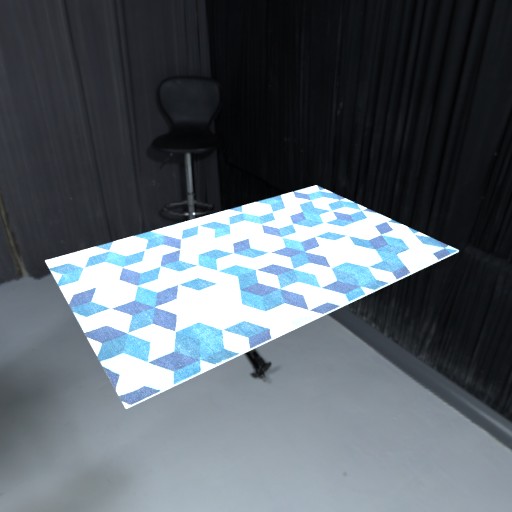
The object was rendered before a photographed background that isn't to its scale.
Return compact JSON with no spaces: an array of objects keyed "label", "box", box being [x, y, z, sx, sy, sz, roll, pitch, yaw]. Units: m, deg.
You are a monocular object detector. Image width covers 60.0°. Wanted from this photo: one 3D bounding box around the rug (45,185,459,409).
[{"label":"rug","box":[0.000,0.000,3.073,2.438,0.015,1.518,-19,35,-29]}]
